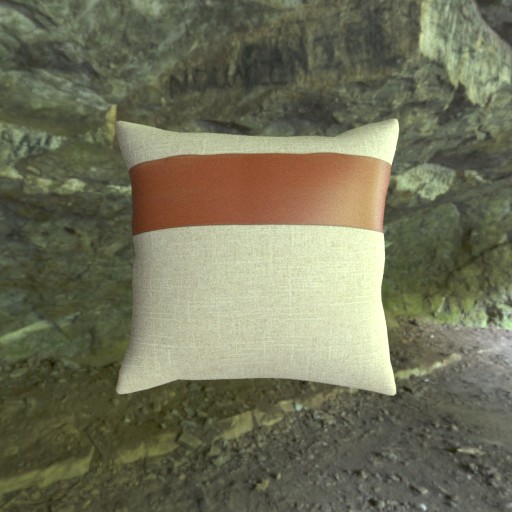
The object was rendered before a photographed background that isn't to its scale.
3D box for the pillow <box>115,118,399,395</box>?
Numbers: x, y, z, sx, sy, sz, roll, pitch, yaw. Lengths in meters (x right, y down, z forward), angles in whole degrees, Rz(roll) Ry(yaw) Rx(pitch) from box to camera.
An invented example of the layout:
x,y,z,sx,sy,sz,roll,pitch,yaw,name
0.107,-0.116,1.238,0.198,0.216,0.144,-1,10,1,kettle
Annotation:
x,y,z,sx,sy,sz,roll,pitch,yaw,name
0.000,0.000,0.644,0.414,0.399,0.173,0,-1,1,pillow
